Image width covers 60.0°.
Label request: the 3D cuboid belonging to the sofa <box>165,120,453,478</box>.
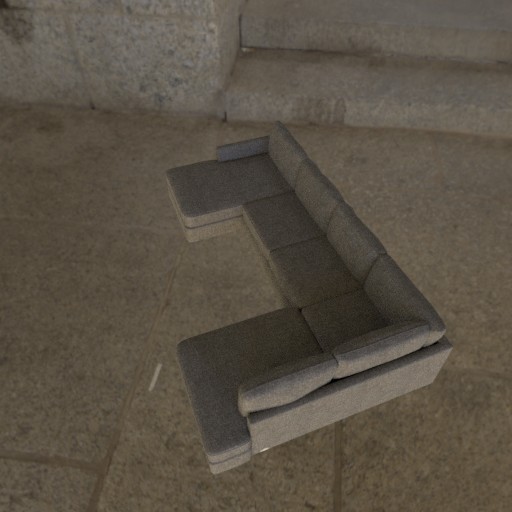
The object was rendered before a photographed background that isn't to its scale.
[{"bbox_3d":[0.000,0.000,4.454,2.048,0.999,3.423,-16,49,-14],"label":"sofa"}]
